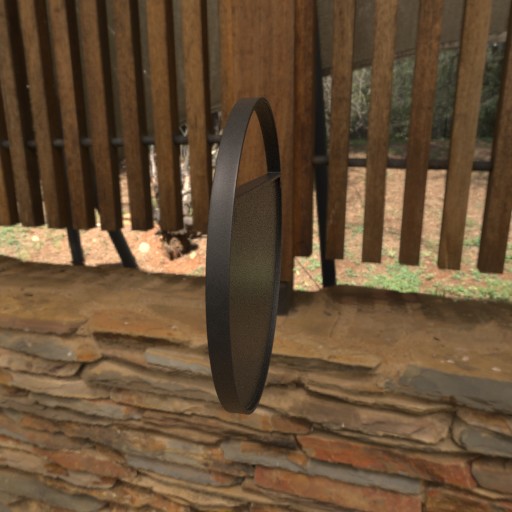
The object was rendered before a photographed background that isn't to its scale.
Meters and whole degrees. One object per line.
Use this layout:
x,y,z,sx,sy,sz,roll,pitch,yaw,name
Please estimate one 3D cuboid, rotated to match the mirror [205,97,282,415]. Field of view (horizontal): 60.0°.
0.000,0.000,0.838,0.032,0.565,0.565,3,15,10,mirror
